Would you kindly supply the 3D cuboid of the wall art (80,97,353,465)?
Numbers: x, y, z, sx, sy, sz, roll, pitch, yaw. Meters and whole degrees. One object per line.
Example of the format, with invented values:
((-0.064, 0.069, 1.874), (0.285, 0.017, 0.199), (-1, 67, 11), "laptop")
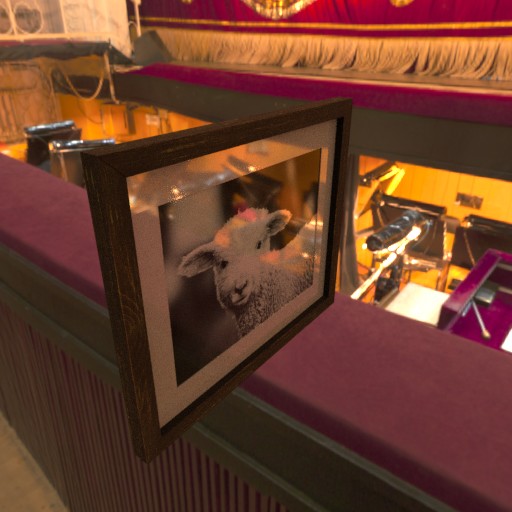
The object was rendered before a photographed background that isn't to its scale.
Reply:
((0.000, 0.000, 0.754), (0.032, 0.457, 0.558), (19, 33, 33), "wall art")
